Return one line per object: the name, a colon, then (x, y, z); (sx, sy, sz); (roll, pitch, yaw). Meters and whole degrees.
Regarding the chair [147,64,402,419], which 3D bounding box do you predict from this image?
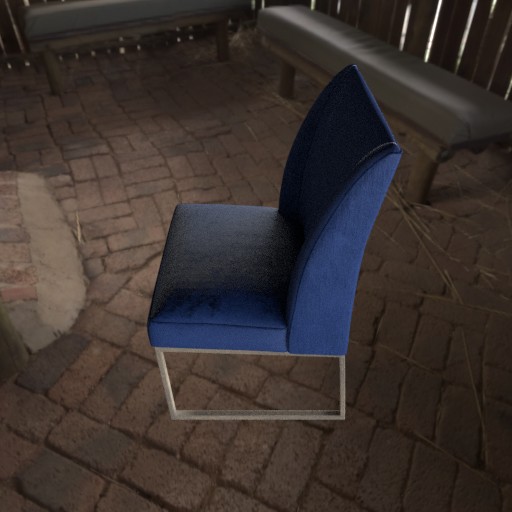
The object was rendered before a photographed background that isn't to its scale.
chair: (0.000, 0.000, 1.201); (0.522, 0.863, 0.508); (0, 41, 0)
